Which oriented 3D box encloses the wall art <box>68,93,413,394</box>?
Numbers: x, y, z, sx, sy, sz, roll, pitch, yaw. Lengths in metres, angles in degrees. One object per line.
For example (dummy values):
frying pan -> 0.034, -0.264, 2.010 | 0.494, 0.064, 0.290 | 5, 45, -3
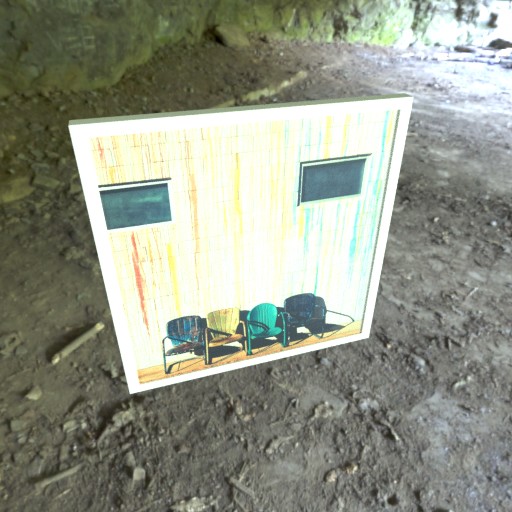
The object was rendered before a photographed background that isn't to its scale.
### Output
wall art -> 0.000, 0.000, 1.159 | 0.760, 0.760, 0.036 | -10, 34, -15
